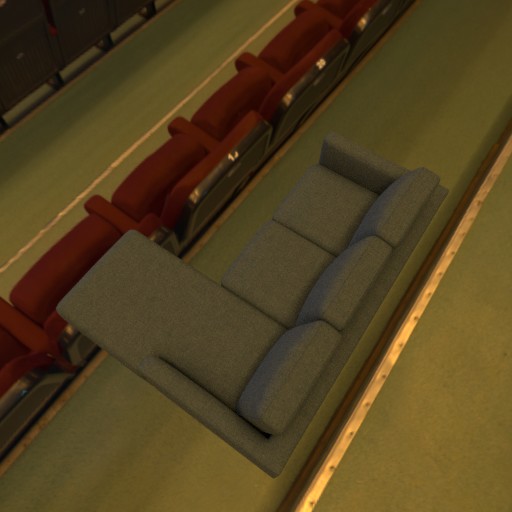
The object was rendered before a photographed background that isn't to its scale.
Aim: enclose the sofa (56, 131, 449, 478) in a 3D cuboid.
[{"bbox_3d":[0.000,0.000,2.917,1.667,0.957,2.055,32,67,15],"label":"sofa"}]
